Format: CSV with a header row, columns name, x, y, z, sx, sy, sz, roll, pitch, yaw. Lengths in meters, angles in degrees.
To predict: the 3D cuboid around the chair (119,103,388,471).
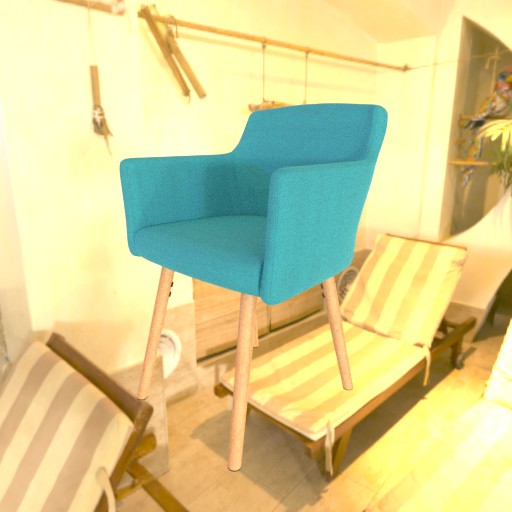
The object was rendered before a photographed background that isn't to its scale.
name,x,y,z,sx,sy,sz,roll,pitch,yaw
chair,0.000,0.000,1.163,0.570,0.780,0.540,14,21,43
